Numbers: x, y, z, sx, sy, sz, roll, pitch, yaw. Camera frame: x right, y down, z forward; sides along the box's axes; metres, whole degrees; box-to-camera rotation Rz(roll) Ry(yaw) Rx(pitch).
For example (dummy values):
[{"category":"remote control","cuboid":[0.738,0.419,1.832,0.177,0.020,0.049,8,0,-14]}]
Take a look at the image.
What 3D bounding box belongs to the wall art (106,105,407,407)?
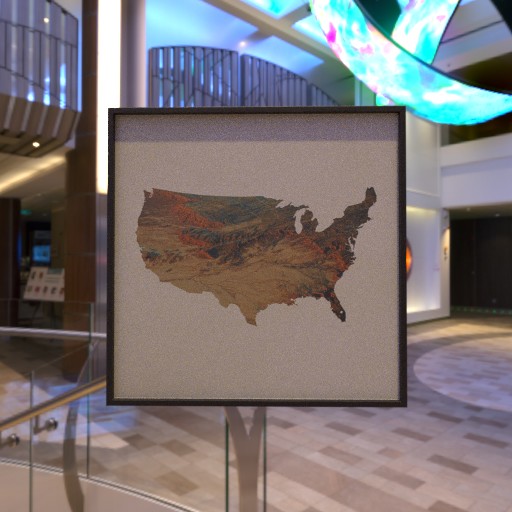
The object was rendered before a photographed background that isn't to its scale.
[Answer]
[{"category":"wall art","cuboid":[0.000,0.000,0.767,0.507,0.507,0.038,0,-1,1]}]
